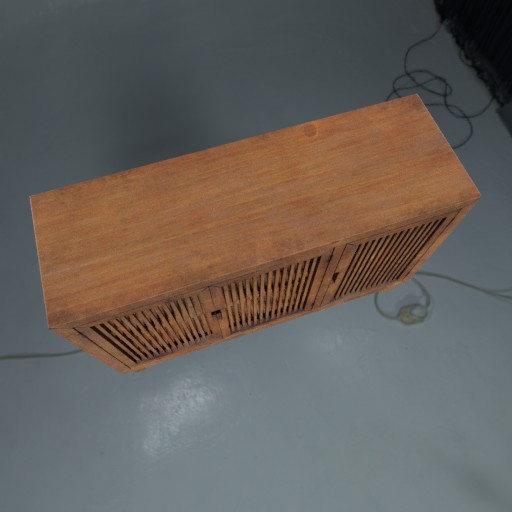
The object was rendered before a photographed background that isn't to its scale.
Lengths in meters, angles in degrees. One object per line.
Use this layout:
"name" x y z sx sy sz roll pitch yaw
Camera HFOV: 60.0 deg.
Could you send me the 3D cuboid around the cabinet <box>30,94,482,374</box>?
"cabinet" 0.000 0.000 1.608 1.204 0.805 0.403 -17 67 -7
